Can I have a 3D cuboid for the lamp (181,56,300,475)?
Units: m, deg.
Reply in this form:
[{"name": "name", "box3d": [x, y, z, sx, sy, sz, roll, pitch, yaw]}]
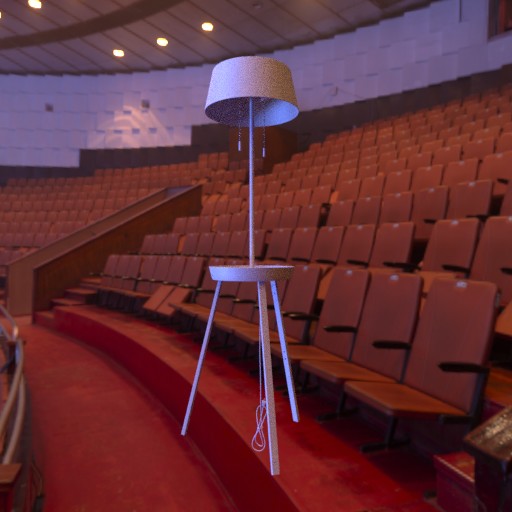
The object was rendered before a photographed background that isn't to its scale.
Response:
[{"name": "lamp", "box3d": [0.000, 0.000, 1.664, 0.508, 1.429, 0.468, 0, 0, -17]}]
